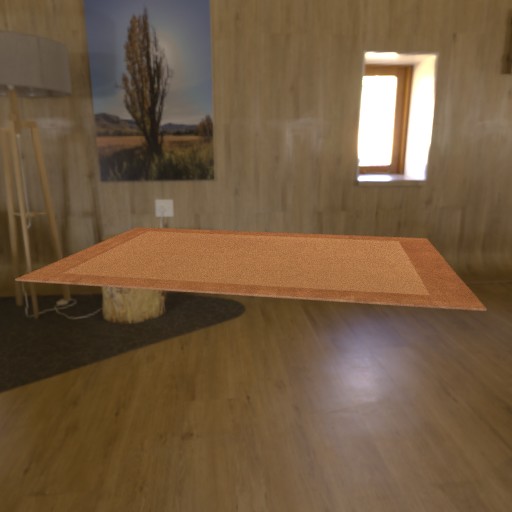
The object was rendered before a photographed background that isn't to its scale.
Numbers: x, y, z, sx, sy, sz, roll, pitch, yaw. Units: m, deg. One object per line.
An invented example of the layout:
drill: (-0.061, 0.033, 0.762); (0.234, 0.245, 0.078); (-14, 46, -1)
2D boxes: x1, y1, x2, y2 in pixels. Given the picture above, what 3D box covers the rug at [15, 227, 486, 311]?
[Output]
rug: (0.000, 0.000, 2.967); (2.438, 0.014, 1.524); (3, 15, 10)
